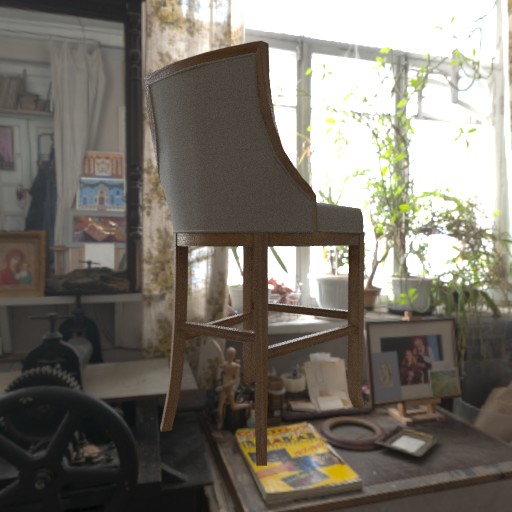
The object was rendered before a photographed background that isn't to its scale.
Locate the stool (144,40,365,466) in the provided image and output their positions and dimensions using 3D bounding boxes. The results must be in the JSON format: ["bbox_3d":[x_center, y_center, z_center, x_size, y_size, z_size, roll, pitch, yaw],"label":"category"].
[{"bbox_3d":[0.000,0.000,1.471,0.524,1.101,0.626,1,3,35],"label":"stool"}]
